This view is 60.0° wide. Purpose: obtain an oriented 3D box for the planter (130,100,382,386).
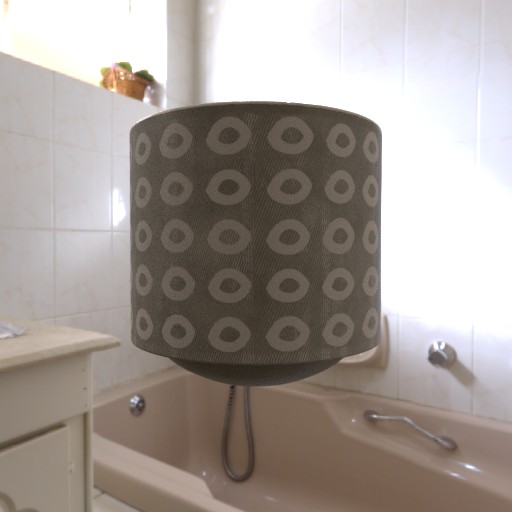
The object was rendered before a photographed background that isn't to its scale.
[{"bbox_3d":[0.000,0.000,0.348,0.190,0.181,0.190,0,1,0],"label":"planter"}]
